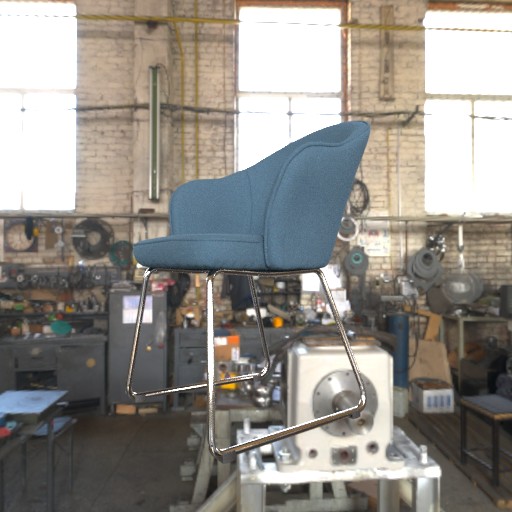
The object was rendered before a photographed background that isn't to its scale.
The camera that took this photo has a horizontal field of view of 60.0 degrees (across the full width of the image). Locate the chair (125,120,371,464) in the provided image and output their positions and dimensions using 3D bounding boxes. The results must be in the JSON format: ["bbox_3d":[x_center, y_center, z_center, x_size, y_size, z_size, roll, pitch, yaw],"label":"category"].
[{"bbox_3d":[0.000,0.000,1.209,0.585,0.815,0.570,1,-1,-36],"label":"chair"}]
